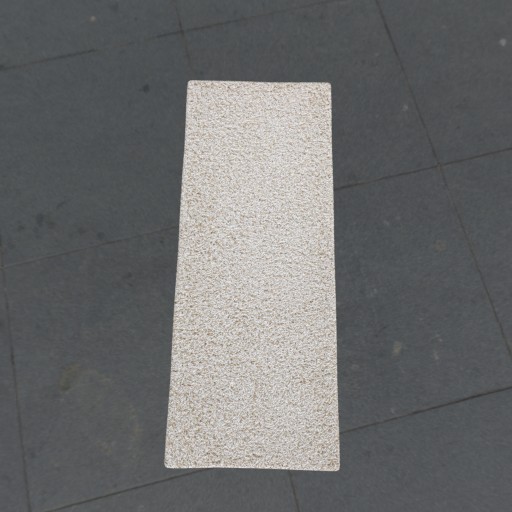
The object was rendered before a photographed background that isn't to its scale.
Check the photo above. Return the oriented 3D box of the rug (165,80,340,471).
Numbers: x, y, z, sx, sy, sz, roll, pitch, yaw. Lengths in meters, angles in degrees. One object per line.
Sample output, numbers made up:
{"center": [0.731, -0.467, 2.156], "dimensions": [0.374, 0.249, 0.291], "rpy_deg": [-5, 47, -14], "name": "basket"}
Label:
{"center": [0.000, 0.000, 1.717], "dimensions": [0.609, 0.030, 1.524], "rpy_deg": [1, 77, 0], "name": "rug"}
